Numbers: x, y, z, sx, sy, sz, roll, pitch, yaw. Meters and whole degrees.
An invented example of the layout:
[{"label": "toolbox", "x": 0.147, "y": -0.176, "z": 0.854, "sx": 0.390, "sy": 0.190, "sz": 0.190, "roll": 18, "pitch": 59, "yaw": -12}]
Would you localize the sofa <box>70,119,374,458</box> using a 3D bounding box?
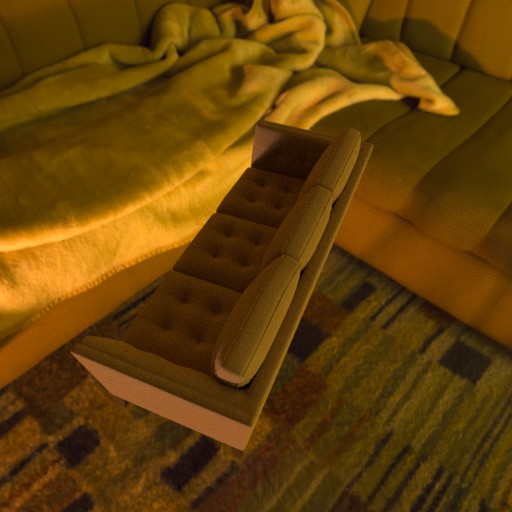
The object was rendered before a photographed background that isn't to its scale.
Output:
[{"label": "sofa", "x": 0.000, "y": 0.000, "z": 2.976, "sx": 0.965, "sy": 0.940, "sz": 2.388, "roll": 17, "pitch": 48, "yaw": 16}]
